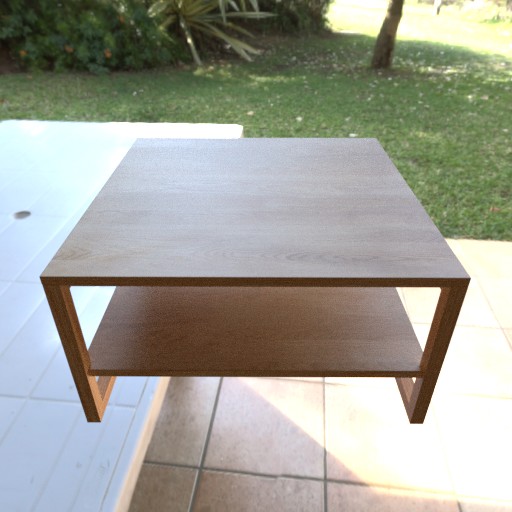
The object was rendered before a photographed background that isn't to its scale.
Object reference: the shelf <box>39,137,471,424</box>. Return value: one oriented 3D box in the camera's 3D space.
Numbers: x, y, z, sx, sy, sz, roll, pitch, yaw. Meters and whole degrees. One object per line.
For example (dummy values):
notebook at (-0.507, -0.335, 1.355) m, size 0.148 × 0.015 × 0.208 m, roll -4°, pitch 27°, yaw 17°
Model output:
shelf at (0.000, 0.000, 1.428) m, size 0.899 × 0.480 × 0.899 m, roll 0°, pitch 33°, yaw 0°
